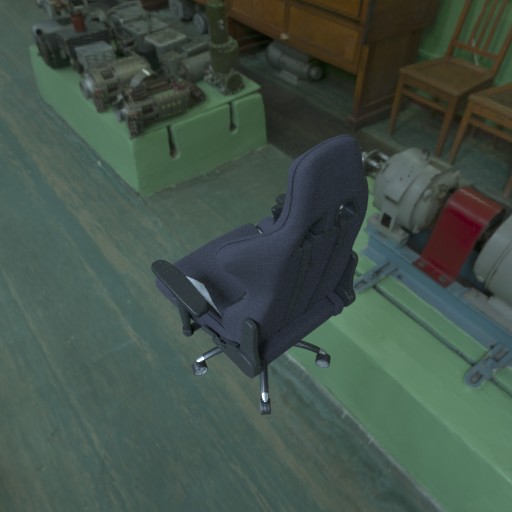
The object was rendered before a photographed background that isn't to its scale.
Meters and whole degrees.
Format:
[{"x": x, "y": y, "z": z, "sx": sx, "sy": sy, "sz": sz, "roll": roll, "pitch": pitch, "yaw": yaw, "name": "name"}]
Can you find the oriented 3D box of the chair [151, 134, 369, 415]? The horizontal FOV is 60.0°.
[{"x": 0.000, "y": 0.000, "z": 1.766, "sx": 0.730, "sy": 1.300, "sz": 0.695, "roll": -31, "pitch": 53, "yaw": -27, "name": "chair"}]
